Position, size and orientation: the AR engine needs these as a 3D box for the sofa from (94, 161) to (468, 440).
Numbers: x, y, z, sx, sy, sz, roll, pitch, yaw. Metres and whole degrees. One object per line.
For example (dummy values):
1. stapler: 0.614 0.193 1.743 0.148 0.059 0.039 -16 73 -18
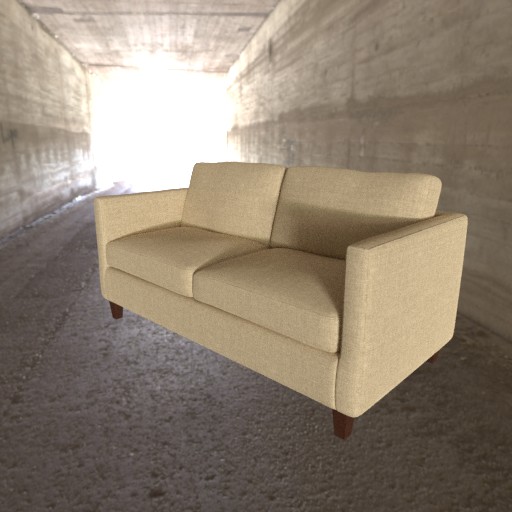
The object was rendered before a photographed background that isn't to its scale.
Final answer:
1. sofa: 0.000 0.000 2.428 1.884 0.963 0.950 14 20 42
